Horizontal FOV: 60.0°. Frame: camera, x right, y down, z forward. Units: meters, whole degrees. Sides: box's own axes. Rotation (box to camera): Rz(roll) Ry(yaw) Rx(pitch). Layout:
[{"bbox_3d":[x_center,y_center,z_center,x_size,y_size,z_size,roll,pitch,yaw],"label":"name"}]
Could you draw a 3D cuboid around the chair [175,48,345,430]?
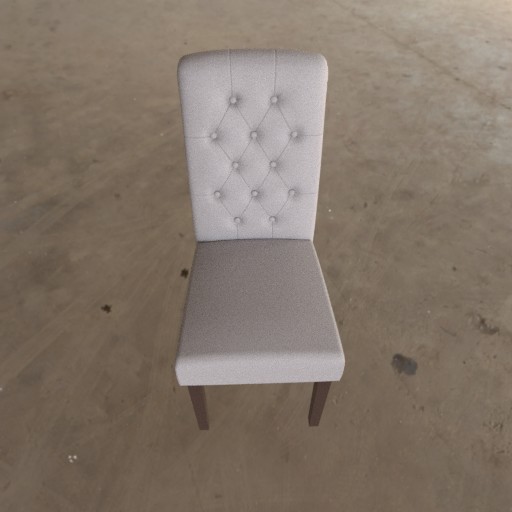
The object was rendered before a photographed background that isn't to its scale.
[{"bbox_3d":[0.000,0.000,1.354,0.456,1.006,0.671,-1,46,-1],"label":"chair"}]
